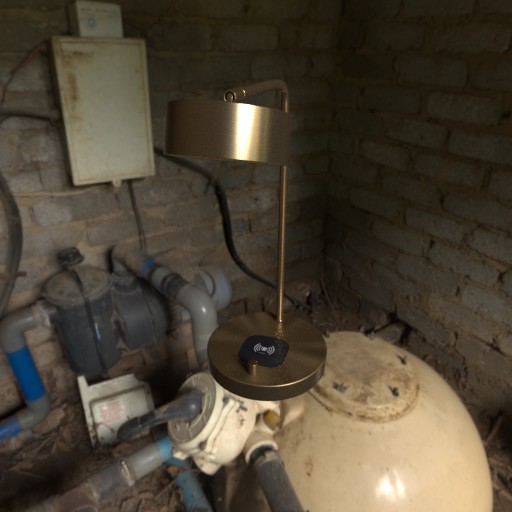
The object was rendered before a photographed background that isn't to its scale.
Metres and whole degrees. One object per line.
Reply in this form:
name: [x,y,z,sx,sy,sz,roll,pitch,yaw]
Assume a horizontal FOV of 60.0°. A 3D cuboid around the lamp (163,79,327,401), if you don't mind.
lamp: [0.000,0.000,0.519,0.171,0.380,0.270,8,27,16]
